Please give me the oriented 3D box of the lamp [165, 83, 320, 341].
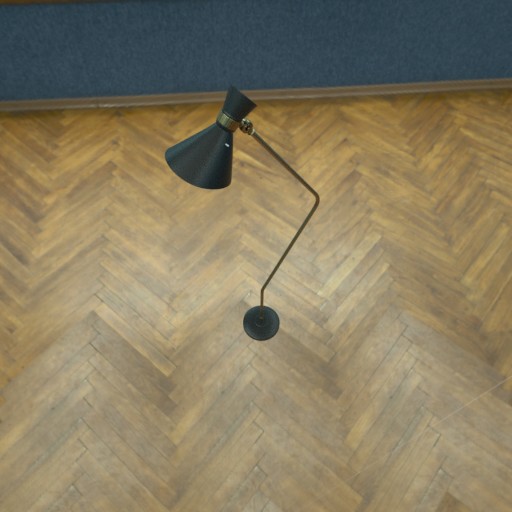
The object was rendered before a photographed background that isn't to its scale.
[{"bbox_3d":[0.000,0.000,1.630,0.467,1.438,0.277,-3,58,-2],"label":"lamp"}]
